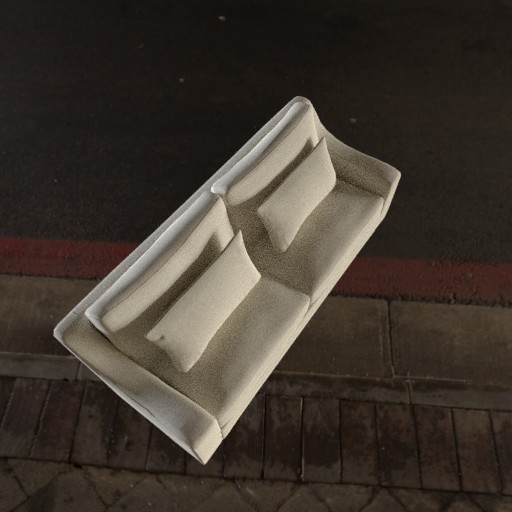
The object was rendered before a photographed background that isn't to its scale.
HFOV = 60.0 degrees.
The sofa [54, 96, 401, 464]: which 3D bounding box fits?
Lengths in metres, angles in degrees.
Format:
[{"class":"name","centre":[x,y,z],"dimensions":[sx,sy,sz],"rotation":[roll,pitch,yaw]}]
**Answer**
[{"class":"sofa","centre":[0.000,0.000,3.083],"dimensions":[1.009,1.022,2.470],"rotation":[32,63,18]}]
